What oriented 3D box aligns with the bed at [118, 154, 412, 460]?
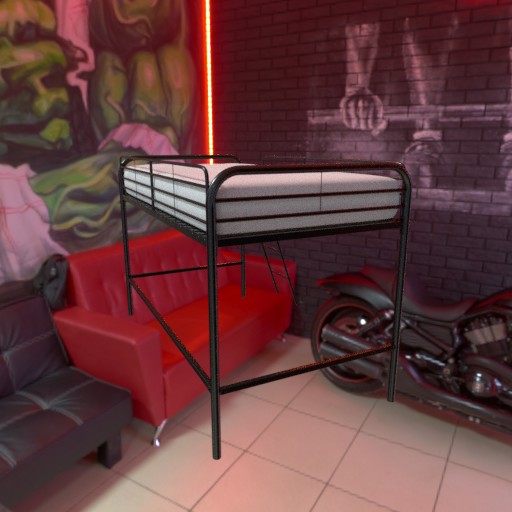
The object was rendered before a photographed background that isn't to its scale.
[{"bbox_3d":[0.000,0.000,2.969,1.393,1.289,1.968,-7,16,-26],"label":"bed"}]
